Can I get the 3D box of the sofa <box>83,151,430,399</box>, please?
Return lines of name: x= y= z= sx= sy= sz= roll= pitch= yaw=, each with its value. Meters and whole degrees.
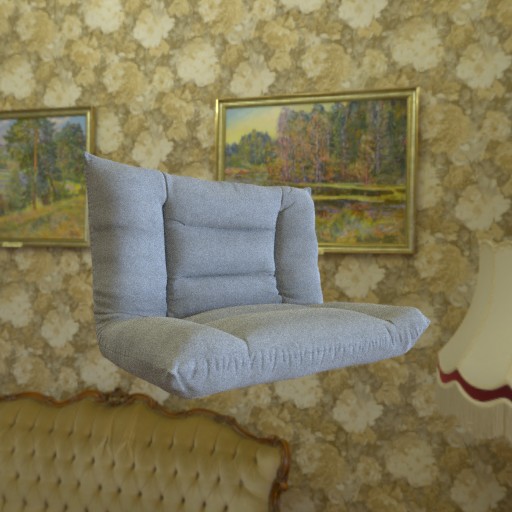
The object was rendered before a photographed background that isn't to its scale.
sofa: x=0.000 y=0.000 z=1.739 sx=1.144 sy=0.795 sz=0.847 roll=0 pitch=0 yaw=-34
